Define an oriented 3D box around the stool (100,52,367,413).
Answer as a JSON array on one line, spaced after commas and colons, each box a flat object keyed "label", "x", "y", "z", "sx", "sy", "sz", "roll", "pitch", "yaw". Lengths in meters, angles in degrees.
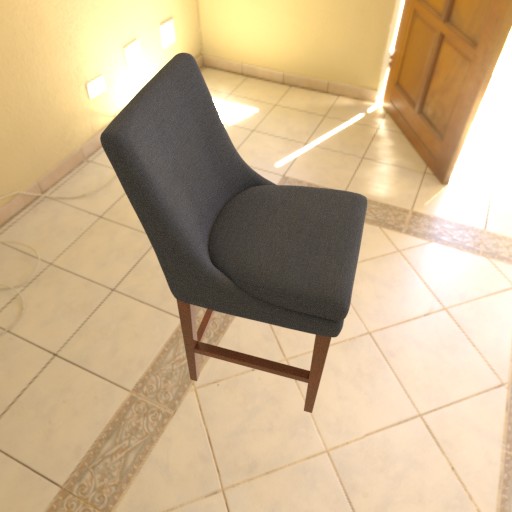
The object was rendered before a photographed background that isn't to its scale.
[{"label": "stool", "x": 0.000, "y": 0.000, "z": 1.317, "sx": 0.577, "sy": 0.981, "sz": 0.470, "roll": 12, "pitch": 49, "yaw": 11}]
